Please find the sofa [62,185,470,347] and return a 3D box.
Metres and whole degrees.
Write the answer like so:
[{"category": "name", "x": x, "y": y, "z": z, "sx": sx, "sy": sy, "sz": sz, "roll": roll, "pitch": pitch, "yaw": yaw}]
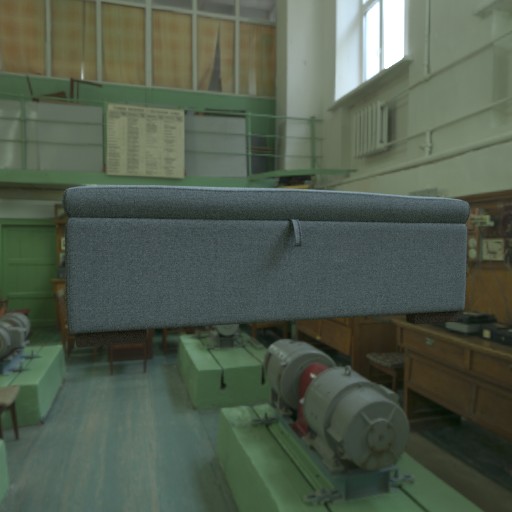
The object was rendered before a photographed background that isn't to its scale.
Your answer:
[{"category": "sofa", "x": 0.000, "y": 0.000, "z": 1.637, "sx": 1.250, "sy": 0.434, "sz": 0.817, "roll": -1, "pitch": 2, "yaw": -18}]
